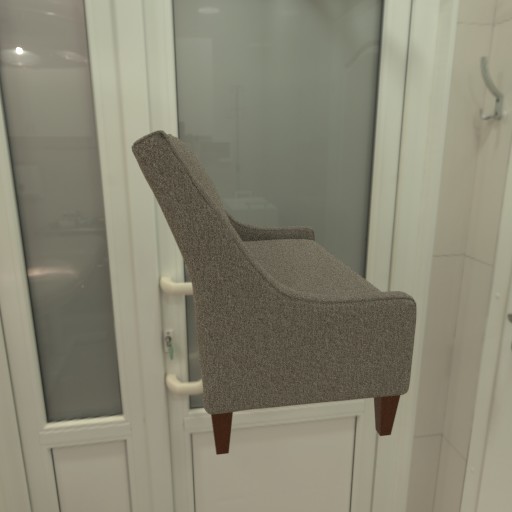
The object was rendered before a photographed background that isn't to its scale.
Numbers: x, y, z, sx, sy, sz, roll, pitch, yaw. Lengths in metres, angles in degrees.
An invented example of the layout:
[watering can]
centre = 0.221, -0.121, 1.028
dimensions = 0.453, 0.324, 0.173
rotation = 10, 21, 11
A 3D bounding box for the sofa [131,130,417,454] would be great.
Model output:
[sofa]
centre = 0.000, 0.000, 1.916
dimensions = 0.862, 1.026, 1.242
rotation = -2, 15, -9
